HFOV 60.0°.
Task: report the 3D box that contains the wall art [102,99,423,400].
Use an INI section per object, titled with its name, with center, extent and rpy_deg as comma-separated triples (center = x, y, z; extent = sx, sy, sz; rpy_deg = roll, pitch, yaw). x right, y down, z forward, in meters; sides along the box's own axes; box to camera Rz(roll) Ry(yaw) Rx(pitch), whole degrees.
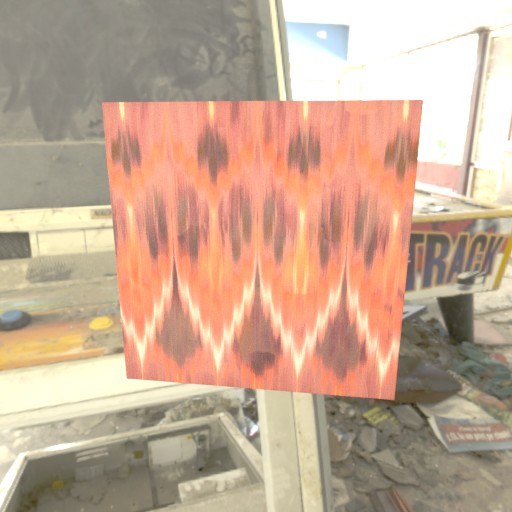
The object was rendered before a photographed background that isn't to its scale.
[wall art]
center = 0.000, 0.000, 0.923
extent = 0.603, 0.609, 0.037
rpy_deg = 2, 16, 8
